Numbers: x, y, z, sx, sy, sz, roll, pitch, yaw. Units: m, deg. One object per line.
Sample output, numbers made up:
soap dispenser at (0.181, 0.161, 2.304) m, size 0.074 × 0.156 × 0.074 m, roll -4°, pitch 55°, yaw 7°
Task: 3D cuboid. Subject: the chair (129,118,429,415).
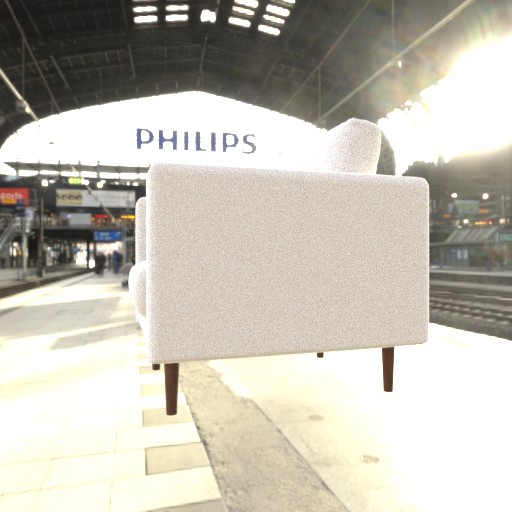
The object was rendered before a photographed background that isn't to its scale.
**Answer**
chair at (0.000, 0.000, 1.609) m, size 0.879 × 0.899 × 0.831 m, roll 0°, pitch 0°, yaw -17°
